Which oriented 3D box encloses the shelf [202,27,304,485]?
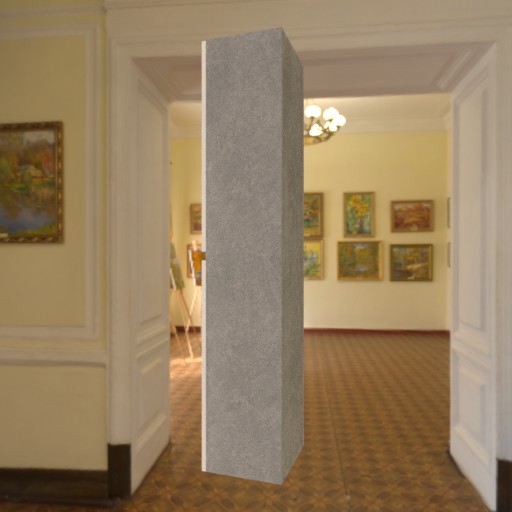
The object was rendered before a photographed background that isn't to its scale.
[{"bbox_3d":[0.000,0.000,1.541,0.270,1.400,0.300,0,0,19],"label":"shelf"}]
